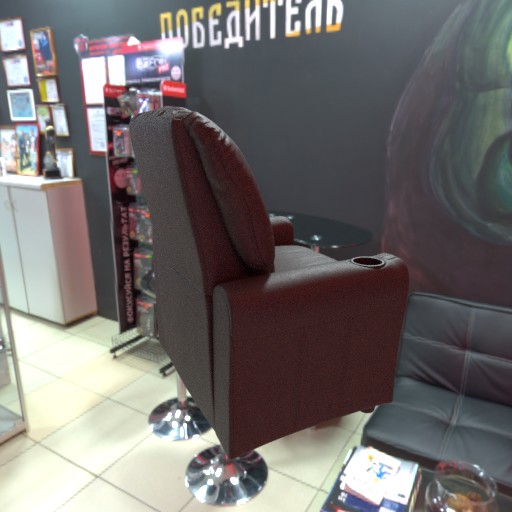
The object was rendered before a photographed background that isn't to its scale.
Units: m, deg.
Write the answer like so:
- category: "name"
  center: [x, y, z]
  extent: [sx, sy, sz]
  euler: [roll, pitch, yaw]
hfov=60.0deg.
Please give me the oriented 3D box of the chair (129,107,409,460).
- category: "chair"
  center: [0.000, 0.000, 1.123]
  extent: [0.521, 0.709, 0.610]
  euler: [-8, 18, -25]
